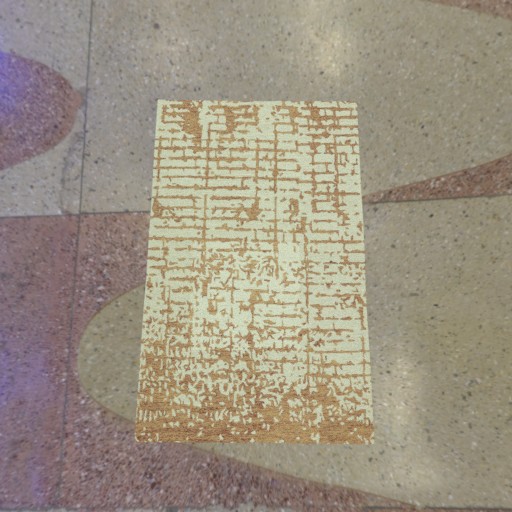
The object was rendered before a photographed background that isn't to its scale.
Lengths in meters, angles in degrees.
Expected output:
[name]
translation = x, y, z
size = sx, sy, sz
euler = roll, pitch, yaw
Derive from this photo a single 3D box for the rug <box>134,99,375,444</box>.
[rug]
translation = 0.000, 0.000, 3.084
size = 1.517, 0.011, 2.435
euler = 0, 76, 0
